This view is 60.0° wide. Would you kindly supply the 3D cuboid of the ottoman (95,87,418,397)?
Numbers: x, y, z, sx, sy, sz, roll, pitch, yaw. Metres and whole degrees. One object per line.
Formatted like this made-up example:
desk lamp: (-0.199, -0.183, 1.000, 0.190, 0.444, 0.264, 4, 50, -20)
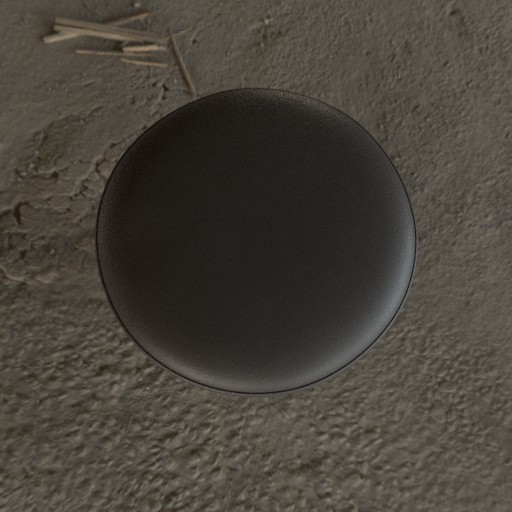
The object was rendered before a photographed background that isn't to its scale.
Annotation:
ottoman: (0.000, 0.000, 0.843, 0.500, 0.409, 0.500, 0, 75, 0)
